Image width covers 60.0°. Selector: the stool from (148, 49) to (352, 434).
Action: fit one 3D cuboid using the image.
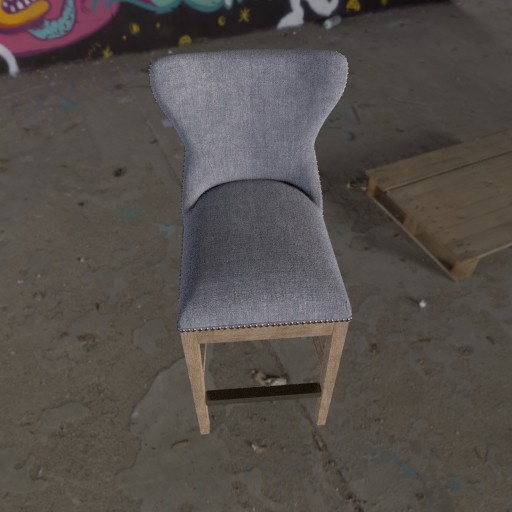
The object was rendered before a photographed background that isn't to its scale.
[{"bbox_3d":[0.000,0.000,1.286,0.498,0.981,0.608,-3,46,-3],"label":"stool"}]
